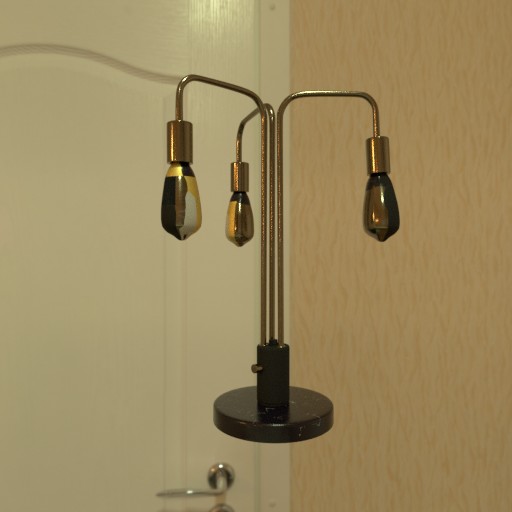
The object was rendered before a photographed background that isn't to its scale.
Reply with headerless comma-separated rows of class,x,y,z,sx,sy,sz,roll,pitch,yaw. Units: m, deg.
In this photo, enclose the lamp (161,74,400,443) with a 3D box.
lamp,0.000,0.000,0.777,0.368,0.560,0.355,0,0,-36
